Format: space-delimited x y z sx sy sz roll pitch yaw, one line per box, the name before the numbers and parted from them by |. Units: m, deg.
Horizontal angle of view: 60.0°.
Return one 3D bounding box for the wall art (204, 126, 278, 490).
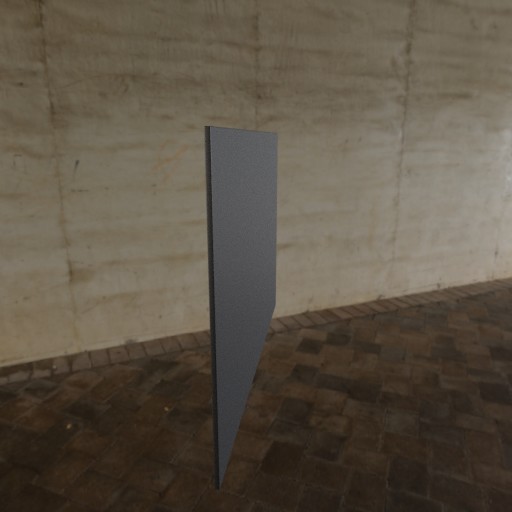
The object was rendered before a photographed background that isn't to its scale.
wall art | 0.000 0.000 1.493 0.013 0.811 1.192 2 15 8
